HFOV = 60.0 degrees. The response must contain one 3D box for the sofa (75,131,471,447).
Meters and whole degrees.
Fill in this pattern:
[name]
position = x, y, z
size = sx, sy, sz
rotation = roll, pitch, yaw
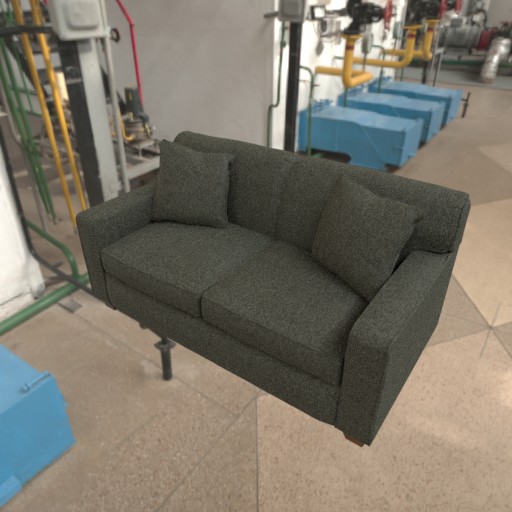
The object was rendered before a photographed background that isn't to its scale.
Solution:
[sofa]
position = 0.000, 0.000, 2.418
size = 1.846, 0.958, 0.998
rotation = 20, 37, 30
